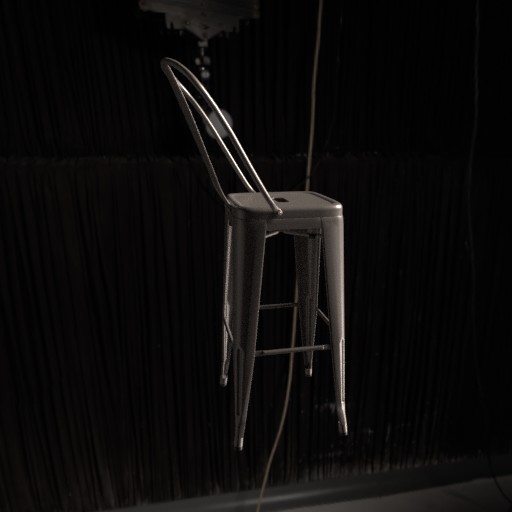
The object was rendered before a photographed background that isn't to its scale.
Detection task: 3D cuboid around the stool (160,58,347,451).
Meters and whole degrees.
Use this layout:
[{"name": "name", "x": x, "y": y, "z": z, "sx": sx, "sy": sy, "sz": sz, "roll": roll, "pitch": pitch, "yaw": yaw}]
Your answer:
[{"name": "stool", "x": 0.000, "y": 0.000, "z": 1.364, "sx": 0.513, "sy": 1.096, "sz": 0.399, "roll": -3, "pitch": 16, "yaw": -11}]
